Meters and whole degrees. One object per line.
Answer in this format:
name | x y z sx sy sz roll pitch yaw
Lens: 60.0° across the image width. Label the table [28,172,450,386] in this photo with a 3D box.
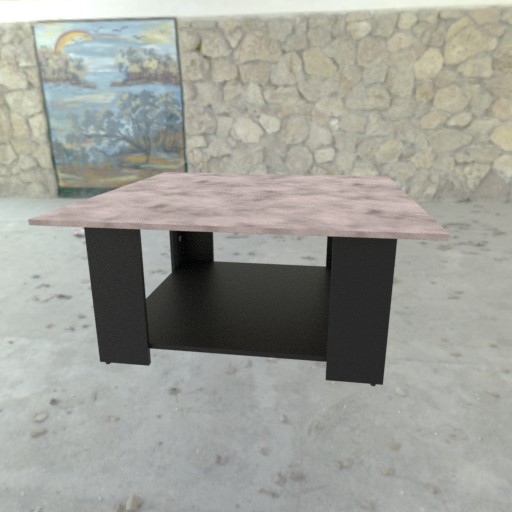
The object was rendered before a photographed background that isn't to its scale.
table | 0.000 0.000 1.053 0.670 0.305 0.670 3 18 8
